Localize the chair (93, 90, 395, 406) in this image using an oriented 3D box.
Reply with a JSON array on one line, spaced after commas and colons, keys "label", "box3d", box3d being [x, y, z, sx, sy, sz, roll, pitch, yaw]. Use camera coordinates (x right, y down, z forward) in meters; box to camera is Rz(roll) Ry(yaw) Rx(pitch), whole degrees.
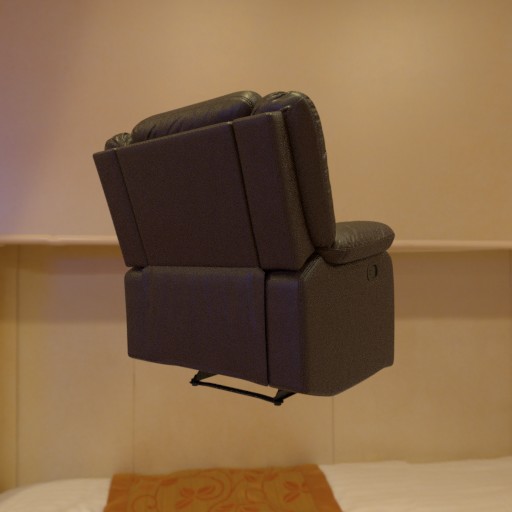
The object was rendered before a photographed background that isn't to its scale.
[{"label": "chair", "box3d": [0.000, 0.000, 1.727, 0.899, 1.009, 0.934, 0, 0, 36]}]
